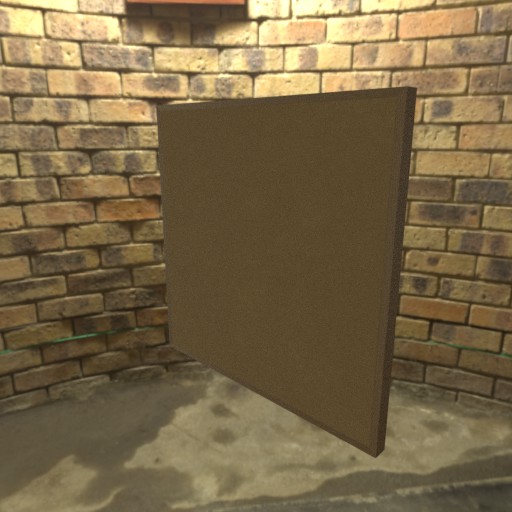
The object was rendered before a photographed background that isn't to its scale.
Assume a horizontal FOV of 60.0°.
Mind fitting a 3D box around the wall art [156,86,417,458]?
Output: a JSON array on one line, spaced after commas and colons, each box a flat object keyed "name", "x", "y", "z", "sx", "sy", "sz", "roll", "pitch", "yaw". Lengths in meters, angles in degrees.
[{"name": "wall art", "x": 0.000, "y": 0.000, "z": 1.131, "sx": 0.761, "sy": 0.758, "sz": 0.038, "roll": 14, "pitch": 21, "yaw": 42}]
